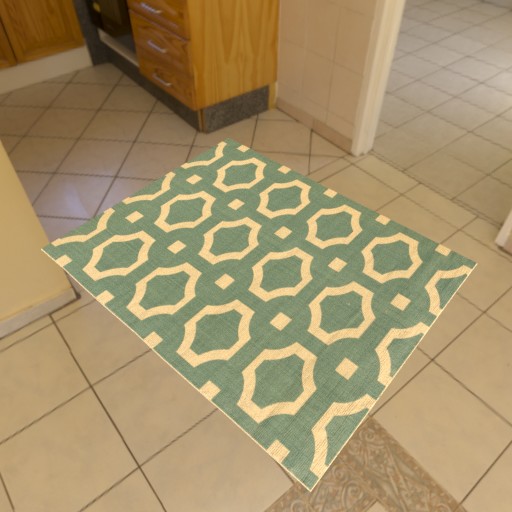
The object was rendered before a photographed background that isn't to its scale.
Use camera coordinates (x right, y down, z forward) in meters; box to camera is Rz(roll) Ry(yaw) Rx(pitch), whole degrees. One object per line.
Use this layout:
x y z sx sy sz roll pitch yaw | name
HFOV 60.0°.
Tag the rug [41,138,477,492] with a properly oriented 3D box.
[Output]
0.000 0.000 3.973 3.049 0.021 2.466 33 55 27 | rug
